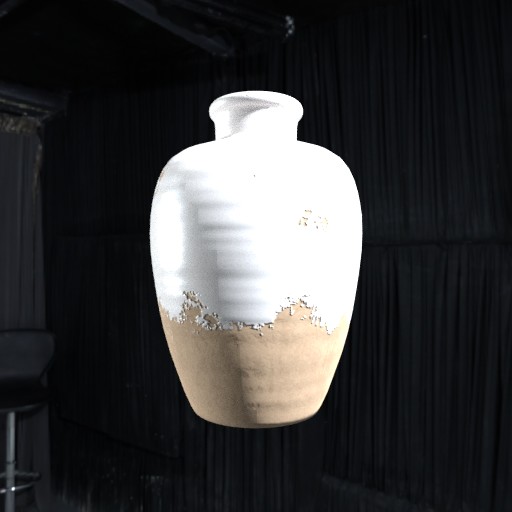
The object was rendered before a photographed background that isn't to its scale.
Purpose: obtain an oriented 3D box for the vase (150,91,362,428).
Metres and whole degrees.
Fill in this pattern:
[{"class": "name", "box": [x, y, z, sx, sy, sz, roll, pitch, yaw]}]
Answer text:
[{"class": "vase", "box": [0.000, 0.000, 0.340, 0.158, 0.228, 0.158, 0, 0, 0]}]
